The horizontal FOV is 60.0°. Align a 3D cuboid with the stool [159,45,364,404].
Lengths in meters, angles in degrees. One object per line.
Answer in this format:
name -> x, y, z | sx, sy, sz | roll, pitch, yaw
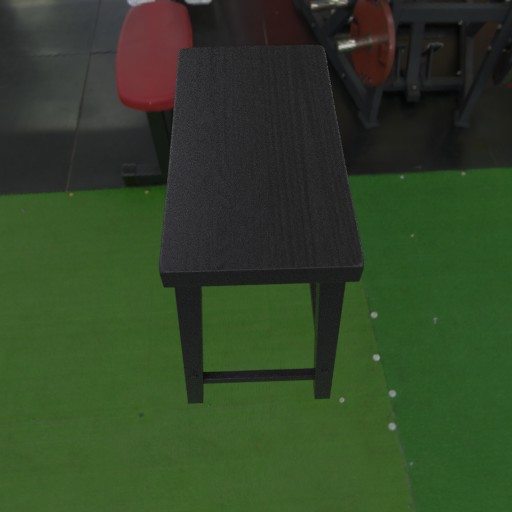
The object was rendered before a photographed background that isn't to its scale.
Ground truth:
stool -> 0.000, 0.000, 0.853 | 0.322, 0.610, 0.406 | -2, 59, -1
